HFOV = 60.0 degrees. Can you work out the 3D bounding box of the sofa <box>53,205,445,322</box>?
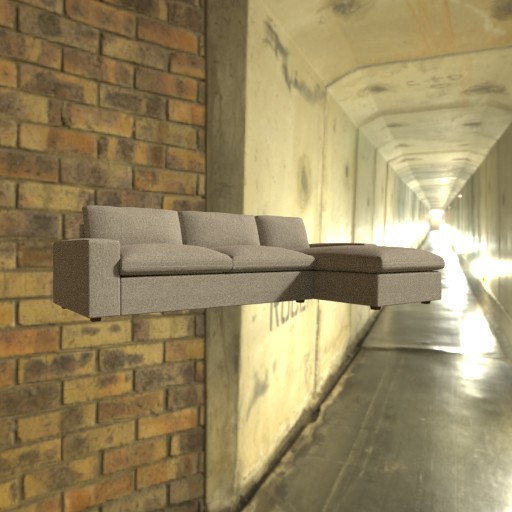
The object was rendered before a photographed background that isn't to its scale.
[{"bbox_3d":[0.000,0.000,3.592,2.718,0.813,1.689,0,1,-36],"label":"sofa"}]
